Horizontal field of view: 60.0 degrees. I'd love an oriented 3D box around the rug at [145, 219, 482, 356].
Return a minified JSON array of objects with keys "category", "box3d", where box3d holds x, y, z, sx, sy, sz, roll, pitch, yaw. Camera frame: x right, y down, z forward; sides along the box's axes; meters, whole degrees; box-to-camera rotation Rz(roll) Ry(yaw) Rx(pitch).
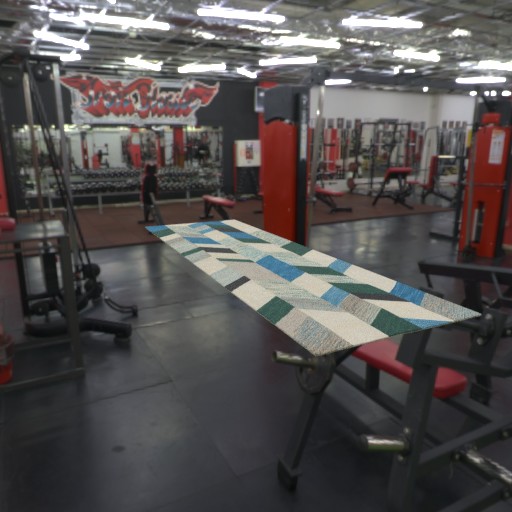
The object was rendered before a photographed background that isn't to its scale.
[{"category":"rug","box3d":[0.000,0.000,2.602,0.774,0.008,2.437,-7,16,-25]}]
